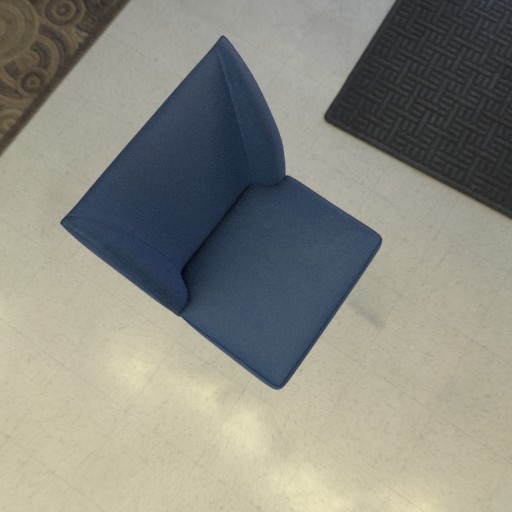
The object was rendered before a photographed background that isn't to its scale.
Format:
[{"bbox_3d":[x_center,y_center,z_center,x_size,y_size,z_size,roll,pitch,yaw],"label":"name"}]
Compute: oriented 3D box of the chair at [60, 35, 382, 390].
[{"bbox_3d":[0.000,0.000,1.184,0.522,0.863,0.508,35,79,8],"label":"chair"}]
